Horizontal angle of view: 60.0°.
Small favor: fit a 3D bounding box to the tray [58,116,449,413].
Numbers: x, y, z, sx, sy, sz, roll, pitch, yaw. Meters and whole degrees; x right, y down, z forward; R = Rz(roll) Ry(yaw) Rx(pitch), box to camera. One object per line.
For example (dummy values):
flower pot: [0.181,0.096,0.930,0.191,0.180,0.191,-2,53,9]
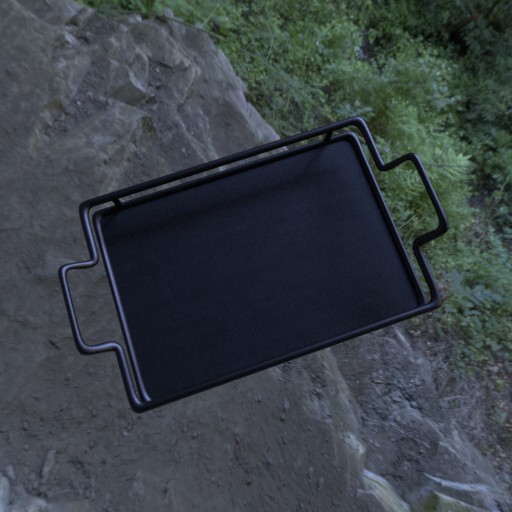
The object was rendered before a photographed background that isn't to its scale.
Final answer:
tray: [0.000,0.000,0.610,0.495,0.101,0.297,-18,78,-4]
